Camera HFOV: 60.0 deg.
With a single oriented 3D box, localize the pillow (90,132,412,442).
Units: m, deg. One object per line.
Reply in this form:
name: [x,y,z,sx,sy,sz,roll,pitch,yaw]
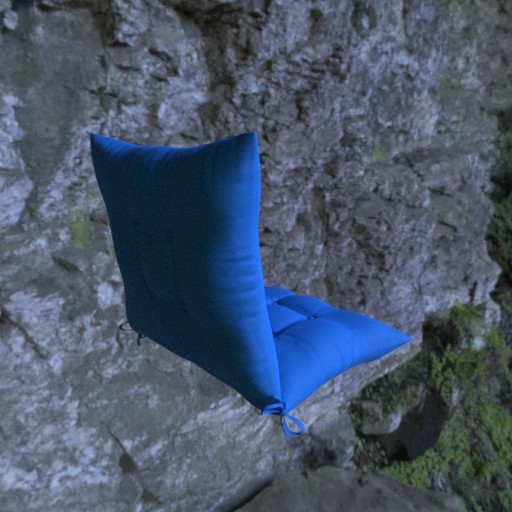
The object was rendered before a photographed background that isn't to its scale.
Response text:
pillow: [0.000,0.000,1.005,0.585,0.536,0.541,-14,20,-42]
